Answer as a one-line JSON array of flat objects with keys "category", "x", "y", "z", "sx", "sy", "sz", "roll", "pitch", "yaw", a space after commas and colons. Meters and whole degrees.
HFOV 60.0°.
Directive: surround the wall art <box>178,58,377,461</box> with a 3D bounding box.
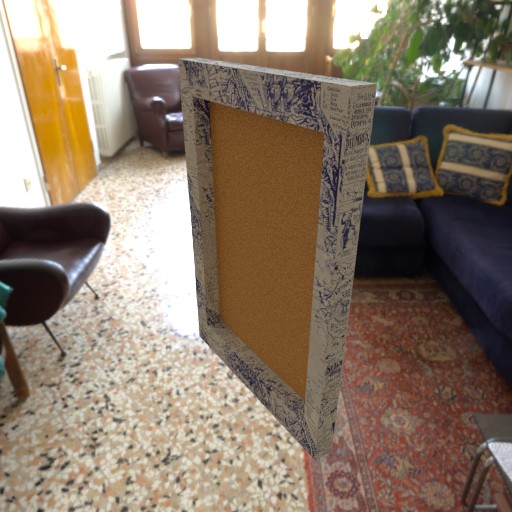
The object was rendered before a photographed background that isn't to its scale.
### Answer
[{"category": "wall art", "x": 0.000, "y": 0.000, "z": 0.767, "sx": 0.040, "sy": 0.601, "sz": 0.408, "roll": -19, "pitch": 34, "yaw": -30}]
